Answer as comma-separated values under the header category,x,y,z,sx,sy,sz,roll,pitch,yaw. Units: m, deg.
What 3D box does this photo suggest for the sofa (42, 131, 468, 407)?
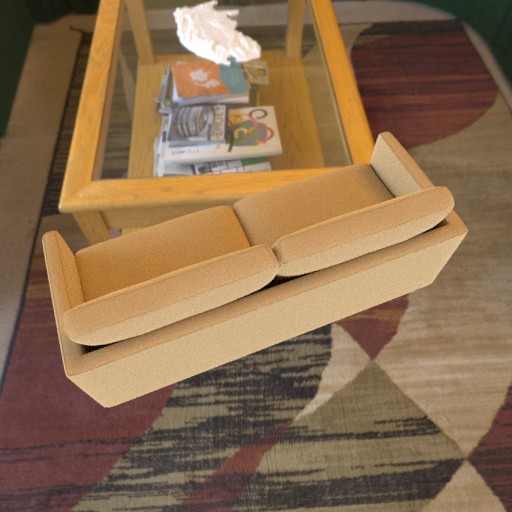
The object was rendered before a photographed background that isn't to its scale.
category,x,y,z,sx,sy,sz,roll,pitch,yaw
sofa,0.000,0.000,2.824,2.361,0.968,0.951,-19,60,-11
